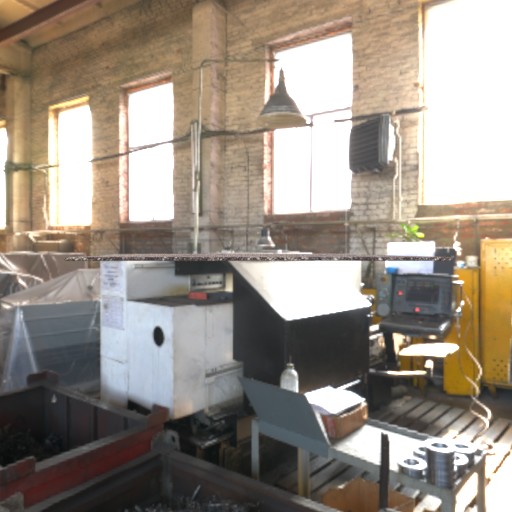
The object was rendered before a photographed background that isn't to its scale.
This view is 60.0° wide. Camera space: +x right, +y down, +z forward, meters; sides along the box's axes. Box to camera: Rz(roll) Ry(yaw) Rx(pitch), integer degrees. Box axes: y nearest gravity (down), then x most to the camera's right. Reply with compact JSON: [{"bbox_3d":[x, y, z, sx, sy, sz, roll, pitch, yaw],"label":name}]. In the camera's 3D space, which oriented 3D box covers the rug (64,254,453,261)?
[{"bbox_3d":[0.000,0.000,2.253,1.186,0.012,1.814,0,1,-1],"label":"rug"}]
